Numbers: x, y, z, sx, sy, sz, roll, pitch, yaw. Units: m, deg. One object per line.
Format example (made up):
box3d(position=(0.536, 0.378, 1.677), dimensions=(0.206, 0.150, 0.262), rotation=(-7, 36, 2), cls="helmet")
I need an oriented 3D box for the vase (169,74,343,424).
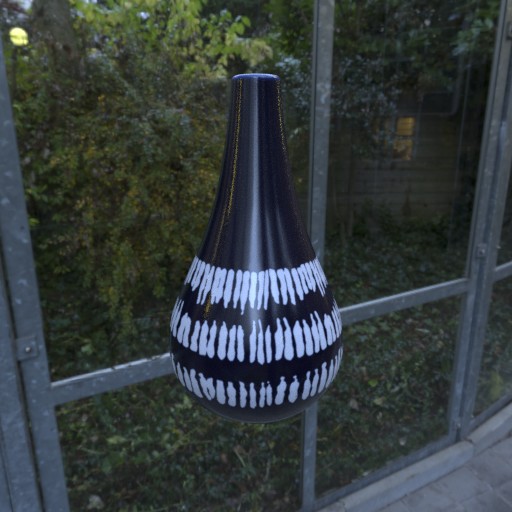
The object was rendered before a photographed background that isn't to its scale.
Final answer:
box3d(position=(0.000, 0.000, 0.390), dimensions=(0.159, 0.295, 0.159), rotation=(0, 15, 0), cls="vase")
